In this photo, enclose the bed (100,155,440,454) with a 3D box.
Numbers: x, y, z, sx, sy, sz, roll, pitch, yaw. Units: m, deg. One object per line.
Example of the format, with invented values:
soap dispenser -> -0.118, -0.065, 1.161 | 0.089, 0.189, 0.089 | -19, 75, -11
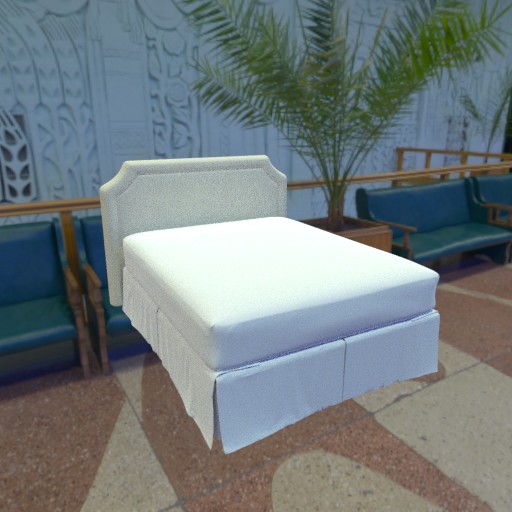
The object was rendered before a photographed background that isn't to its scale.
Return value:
bed -> 0.000, 0.000, 3.333 | 1.827, 1.296, 2.209 | -9, 19, -27
